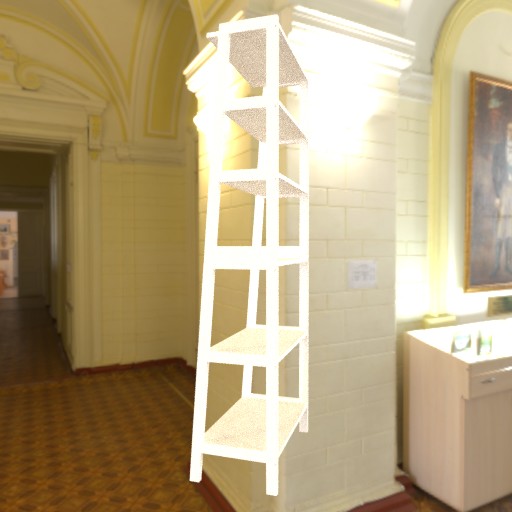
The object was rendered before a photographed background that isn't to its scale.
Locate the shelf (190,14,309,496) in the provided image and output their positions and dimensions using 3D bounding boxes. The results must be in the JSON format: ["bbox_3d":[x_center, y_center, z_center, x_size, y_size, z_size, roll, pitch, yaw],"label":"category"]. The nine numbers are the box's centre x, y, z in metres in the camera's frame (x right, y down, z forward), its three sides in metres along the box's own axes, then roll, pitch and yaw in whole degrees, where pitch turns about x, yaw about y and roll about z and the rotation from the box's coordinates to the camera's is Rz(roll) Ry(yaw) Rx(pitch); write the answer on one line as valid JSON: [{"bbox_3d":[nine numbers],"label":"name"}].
[{"bbox_3d":[0.000,0.000,2.109,0.381,1.892,0.660,0,1,18],"label":"shelf"}]
